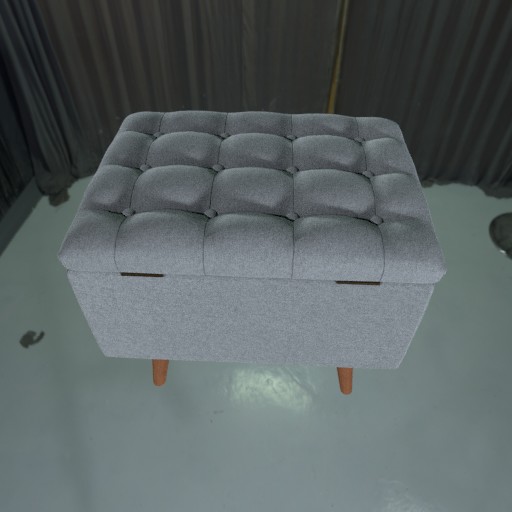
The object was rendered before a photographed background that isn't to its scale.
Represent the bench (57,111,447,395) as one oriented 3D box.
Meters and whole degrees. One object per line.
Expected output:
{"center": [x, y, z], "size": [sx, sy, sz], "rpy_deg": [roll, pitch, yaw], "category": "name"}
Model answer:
{"center": [0.000, 0.000, 0.918], "size": [0.572, 0.469, 0.417], "rpy_deg": [2, 46, 2], "category": "bench"}
